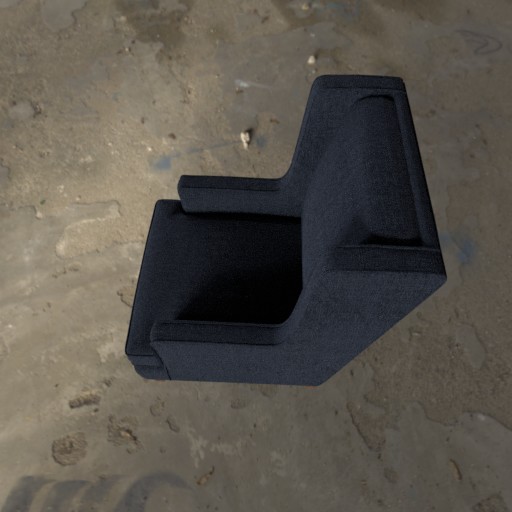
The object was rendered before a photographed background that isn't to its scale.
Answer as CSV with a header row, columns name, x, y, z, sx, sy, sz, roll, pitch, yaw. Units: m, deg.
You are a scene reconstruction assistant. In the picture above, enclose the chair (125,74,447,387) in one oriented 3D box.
name,x,y,z,sx,sy,sz,roll,pitch,yaw
chair,0.000,0.000,1.697,0.947,1.072,0.764,2,57,1
